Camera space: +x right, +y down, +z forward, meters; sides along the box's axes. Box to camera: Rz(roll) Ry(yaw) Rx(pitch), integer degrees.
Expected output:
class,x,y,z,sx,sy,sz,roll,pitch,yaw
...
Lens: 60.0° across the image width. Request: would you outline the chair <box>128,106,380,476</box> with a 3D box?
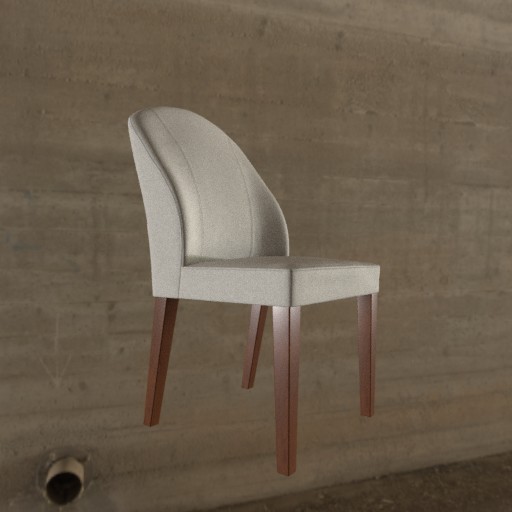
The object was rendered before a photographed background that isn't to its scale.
class,x,y,z,sx,sy,sz,roll,pitch,yaw
chair,0.000,0.000,1.210,0.540,0.893,0.472,0,0,37
